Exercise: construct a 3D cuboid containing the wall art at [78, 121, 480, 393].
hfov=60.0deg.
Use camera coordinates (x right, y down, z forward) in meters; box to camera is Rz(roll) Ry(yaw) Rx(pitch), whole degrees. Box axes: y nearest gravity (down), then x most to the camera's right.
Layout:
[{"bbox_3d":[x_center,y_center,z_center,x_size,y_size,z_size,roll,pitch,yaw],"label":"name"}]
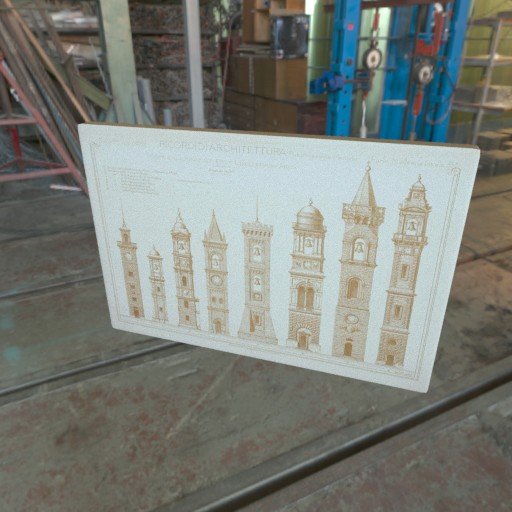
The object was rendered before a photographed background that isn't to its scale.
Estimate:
[{"bbox_3d":[0.000,0.000,0.466,0.380,0.254,0.019,8,27,16],"label":"wall art"}]
